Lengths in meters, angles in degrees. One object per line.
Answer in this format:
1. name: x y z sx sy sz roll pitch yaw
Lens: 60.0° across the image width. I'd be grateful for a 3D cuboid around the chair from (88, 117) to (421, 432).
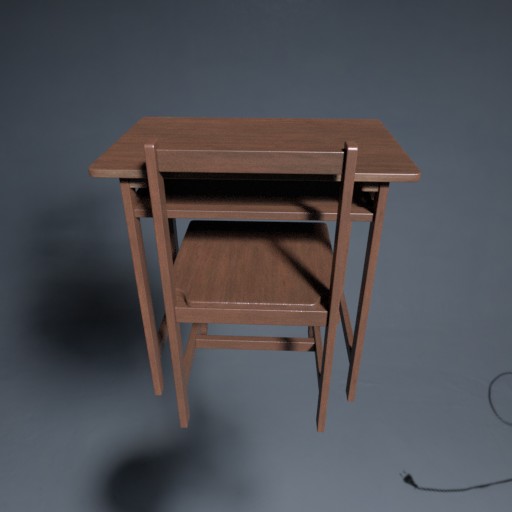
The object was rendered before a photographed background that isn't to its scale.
1. chair: 0.000 0.000 1.061 0.599 0.673 0.463 1 31 2
